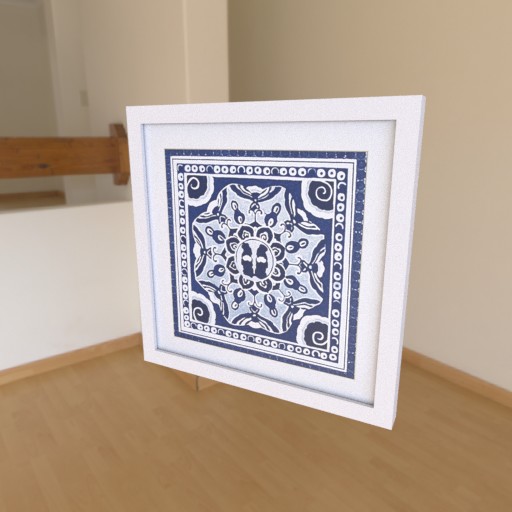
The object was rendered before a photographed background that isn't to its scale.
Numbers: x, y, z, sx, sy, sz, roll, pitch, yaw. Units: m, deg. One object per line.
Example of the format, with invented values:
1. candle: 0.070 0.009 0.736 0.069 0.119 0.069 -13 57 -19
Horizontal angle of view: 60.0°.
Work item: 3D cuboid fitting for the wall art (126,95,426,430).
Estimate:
1. wall art: 0.000 0.000 0.540 0.355 0.355 0.027 8 17 26
